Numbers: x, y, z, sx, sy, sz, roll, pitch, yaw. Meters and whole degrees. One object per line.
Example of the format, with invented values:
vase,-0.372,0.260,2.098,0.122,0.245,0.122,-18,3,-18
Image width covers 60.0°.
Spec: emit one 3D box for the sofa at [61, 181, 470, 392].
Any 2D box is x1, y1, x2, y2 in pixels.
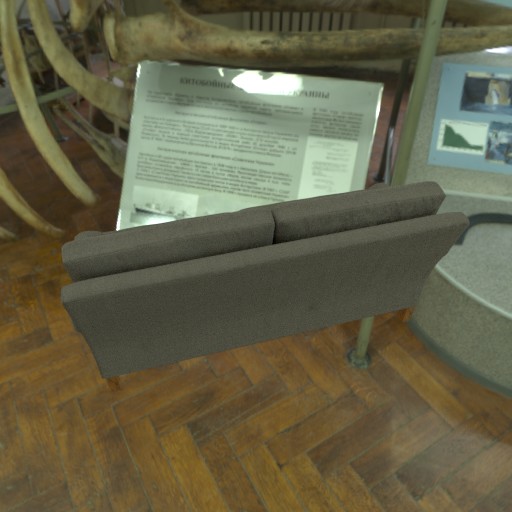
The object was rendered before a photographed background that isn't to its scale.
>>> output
sofa,0.000,0.000,2.821,2.165,1.087,1.086,-11,42,-12
